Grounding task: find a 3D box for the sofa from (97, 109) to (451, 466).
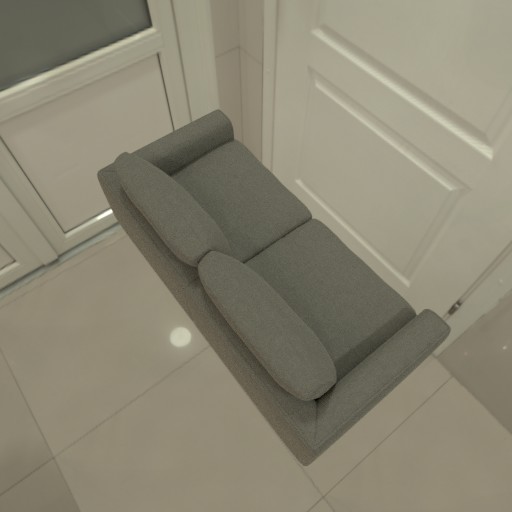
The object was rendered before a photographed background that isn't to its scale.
[{"bbox_3d":[0.000,0.000,2.856,1.070,0.801,2.262,-34,65,-18],"label":"sofa"}]
